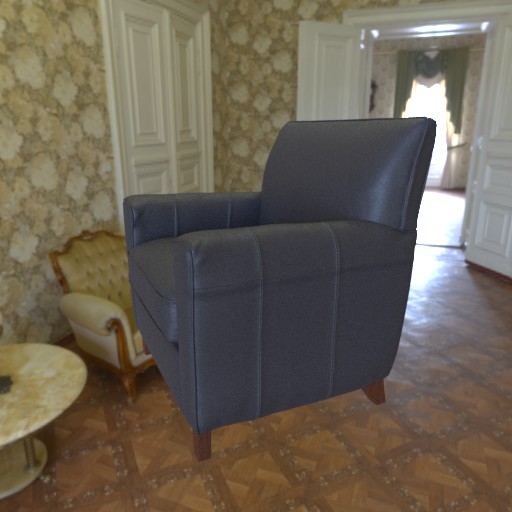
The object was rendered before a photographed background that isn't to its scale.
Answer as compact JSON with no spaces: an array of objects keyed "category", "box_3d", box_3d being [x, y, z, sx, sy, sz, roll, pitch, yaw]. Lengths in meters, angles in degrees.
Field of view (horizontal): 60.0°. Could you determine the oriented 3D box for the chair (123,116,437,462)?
[{"category":"chair","box_3d":[0.000,0.000,1.584,0.825,0.943,0.870,-7,17,-25]}]
